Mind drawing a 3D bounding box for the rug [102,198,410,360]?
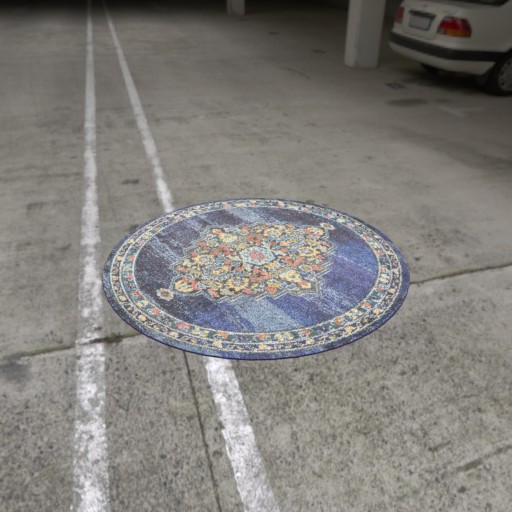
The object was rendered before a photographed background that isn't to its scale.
[{"bbox_3d":[0.000,0.000,2.393,1.591,0.010,1.591,0,30,0],"label":"rug"}]
